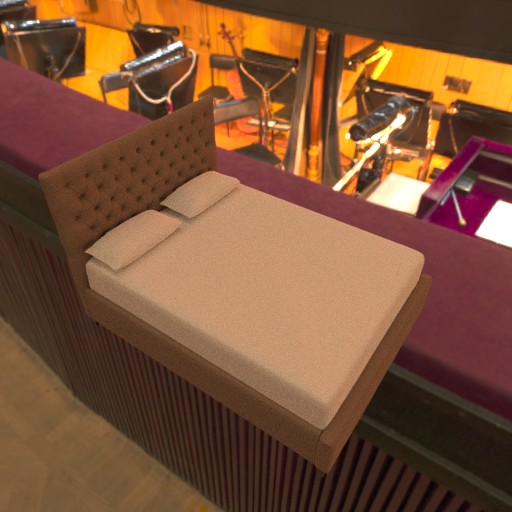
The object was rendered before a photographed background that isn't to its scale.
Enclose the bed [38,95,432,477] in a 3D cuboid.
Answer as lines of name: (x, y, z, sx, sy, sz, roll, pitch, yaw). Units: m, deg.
bed: (0.000, 0.000, 3.275, 2.233, 1.426, 1.696, 25, 46, 26)
